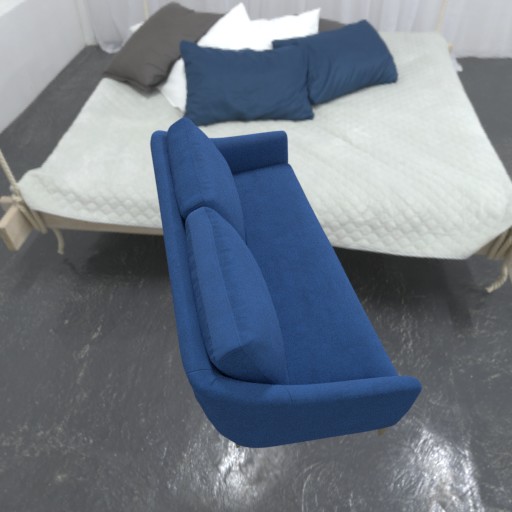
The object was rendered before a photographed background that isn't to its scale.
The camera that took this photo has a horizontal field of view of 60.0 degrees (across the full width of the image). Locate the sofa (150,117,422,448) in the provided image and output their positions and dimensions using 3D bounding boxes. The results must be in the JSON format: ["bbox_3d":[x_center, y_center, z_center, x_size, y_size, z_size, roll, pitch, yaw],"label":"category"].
[{"bbox_3d":[0.000,0.000,2.515,0.960,0.903,2.036,-10,47,-9],"label":"sofa"}]
